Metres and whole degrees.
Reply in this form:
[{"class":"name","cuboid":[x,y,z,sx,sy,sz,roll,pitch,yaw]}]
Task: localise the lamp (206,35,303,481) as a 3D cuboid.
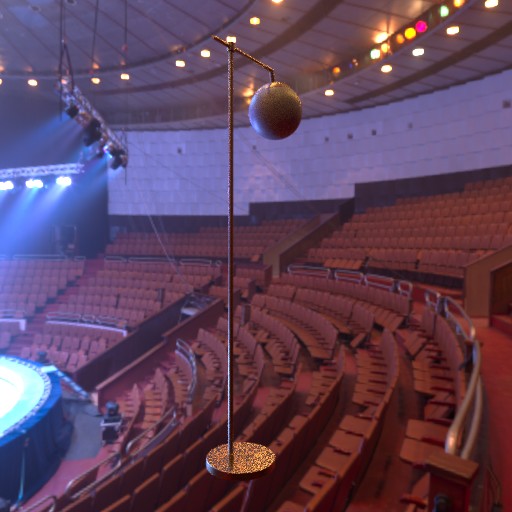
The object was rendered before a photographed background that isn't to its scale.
[{"class":"lamp","cuboid":[0.000,0.000,1.678,0.249,1.505,0.476,0,0,37]}]
